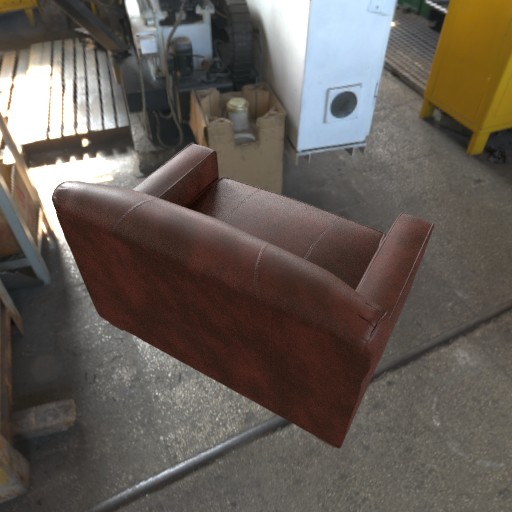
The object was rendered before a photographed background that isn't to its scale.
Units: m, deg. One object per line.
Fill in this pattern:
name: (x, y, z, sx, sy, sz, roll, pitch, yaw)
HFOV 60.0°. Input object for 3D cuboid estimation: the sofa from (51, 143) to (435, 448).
sofa: (0.000, 0.000, 2.108, 1.413, 0.956, 1.000, 23, 50, 21)
